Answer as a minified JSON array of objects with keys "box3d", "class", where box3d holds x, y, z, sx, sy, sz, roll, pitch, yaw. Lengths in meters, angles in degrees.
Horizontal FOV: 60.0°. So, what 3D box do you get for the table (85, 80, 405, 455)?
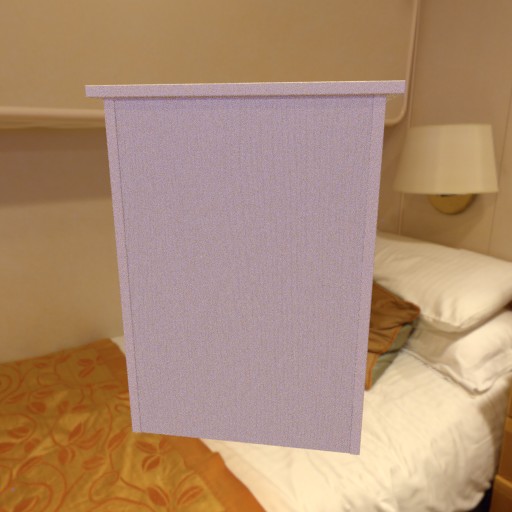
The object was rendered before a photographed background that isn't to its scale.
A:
[{"box3d":[0.000,0.000,0.921,0.480,0.635,0.381,2,16,8],"class":"table"}]
